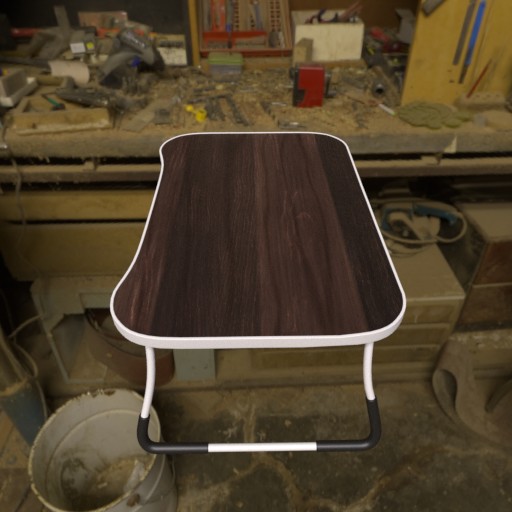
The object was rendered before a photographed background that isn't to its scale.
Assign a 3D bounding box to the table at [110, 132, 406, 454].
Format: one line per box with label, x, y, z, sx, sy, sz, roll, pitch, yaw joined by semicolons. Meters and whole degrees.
table;0.000;0.000;0.849;0.400;0.232;0.660;-1;40;-1
